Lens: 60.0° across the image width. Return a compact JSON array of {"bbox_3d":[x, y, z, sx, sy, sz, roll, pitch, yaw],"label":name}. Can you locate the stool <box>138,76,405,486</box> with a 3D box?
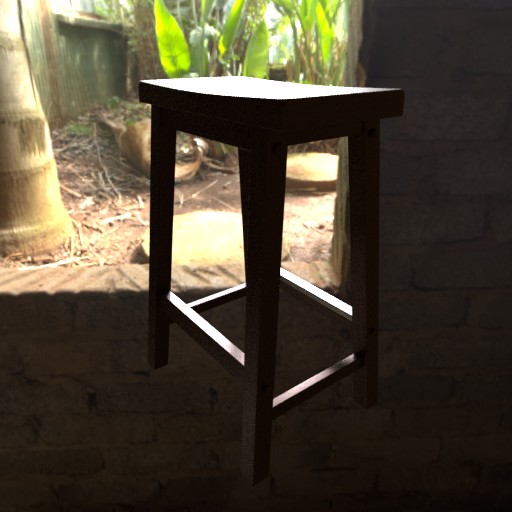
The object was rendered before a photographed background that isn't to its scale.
[{"bbox_3d":[0.000,0.000,0.842,0.322,0.610,0.406,-18,30,-33],"label":"stool"}]
